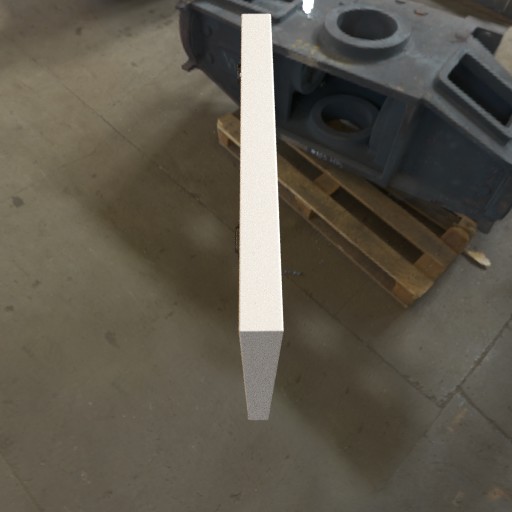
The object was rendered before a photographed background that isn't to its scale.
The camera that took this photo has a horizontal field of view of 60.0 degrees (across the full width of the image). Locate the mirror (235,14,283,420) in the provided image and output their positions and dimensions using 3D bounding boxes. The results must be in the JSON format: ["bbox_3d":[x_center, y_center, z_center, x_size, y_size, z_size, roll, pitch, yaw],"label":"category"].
[{"bbox_3d":[0.000,0.000,0.675,0.041,0.508,0.405,0,62,0],"label":"mirror"}]
